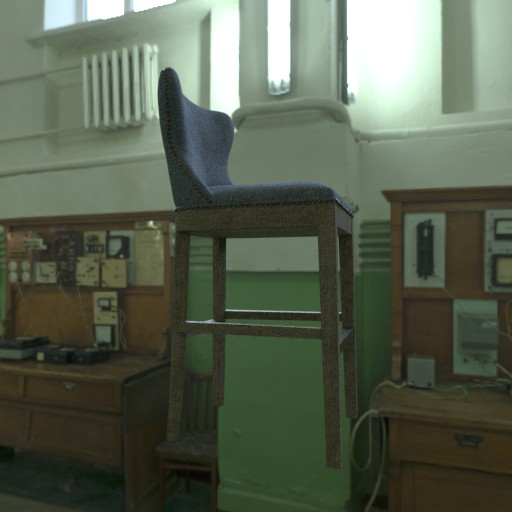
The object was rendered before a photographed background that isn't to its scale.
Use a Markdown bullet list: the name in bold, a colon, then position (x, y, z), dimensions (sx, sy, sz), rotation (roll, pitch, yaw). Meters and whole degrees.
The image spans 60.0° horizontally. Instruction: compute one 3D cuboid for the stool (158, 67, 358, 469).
- **stool**: position (0.000, 0.000, 1.454), dimensions (0.606, 1.123, 0.494), rotation (0, -1, 19)
